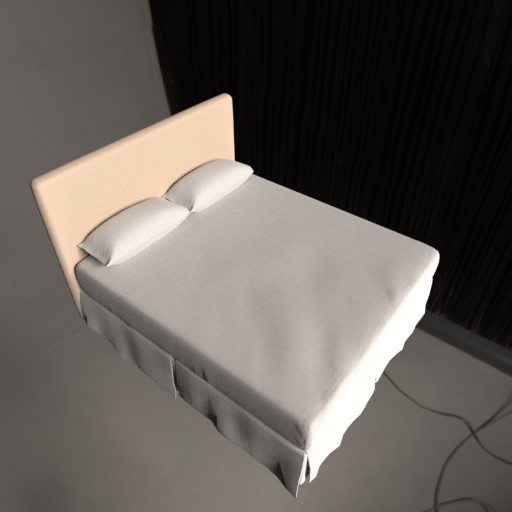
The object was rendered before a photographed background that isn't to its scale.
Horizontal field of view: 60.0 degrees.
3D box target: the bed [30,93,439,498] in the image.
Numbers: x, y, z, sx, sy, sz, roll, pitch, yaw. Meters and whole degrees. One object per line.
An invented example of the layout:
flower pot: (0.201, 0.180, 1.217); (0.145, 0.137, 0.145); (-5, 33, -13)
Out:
bed: (0.000, 0.000, 3.142); (2.142, 1.330, 1.884); (27, 48, 28)
